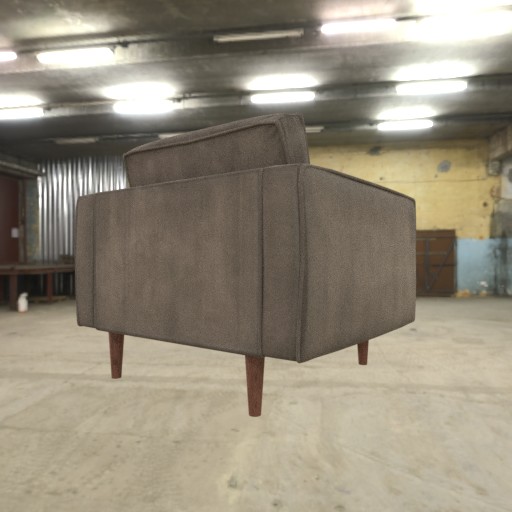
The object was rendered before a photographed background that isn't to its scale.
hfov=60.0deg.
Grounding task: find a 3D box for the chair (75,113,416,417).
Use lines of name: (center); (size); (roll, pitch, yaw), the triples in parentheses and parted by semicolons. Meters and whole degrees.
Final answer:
chair: (0.000, 0.000, 1.540); (0.928, 0.773, 0.843); (0, 0, 37)
